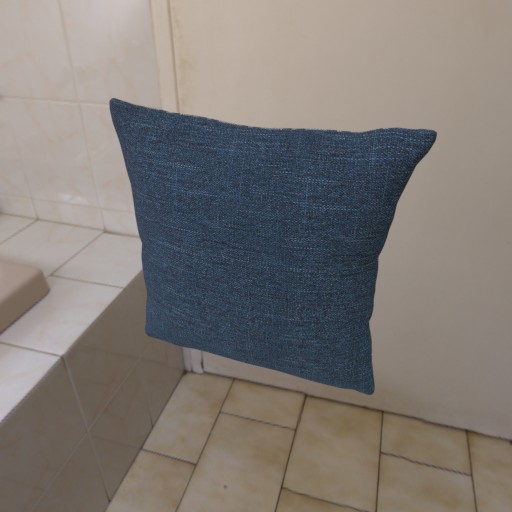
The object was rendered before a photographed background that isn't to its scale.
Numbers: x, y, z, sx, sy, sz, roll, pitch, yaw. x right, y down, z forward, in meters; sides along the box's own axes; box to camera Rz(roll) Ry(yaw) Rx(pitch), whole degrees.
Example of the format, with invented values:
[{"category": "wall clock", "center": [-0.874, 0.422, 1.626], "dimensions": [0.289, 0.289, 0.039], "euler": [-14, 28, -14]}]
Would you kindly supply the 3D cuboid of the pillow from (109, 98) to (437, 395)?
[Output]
[{"category": "pillow", "center": [0.000, 0.000, 0.673], "dimensions": [0.435, 0.435, 0.159], "euler": [10, 33, 16]}]
